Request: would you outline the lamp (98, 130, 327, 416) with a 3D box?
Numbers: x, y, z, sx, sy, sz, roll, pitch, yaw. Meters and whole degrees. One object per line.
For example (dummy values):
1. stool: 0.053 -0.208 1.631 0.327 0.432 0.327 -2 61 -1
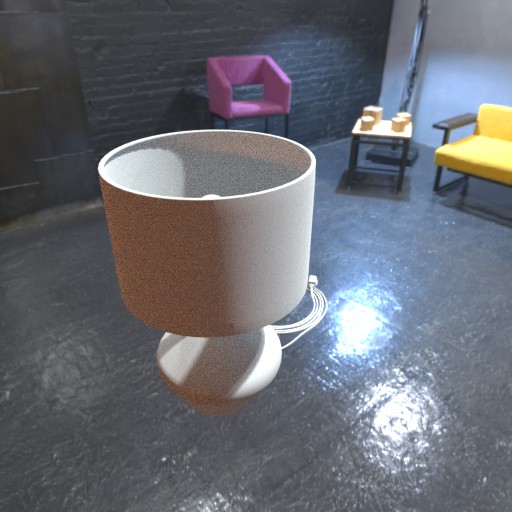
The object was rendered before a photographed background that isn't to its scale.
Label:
1. lamp: 0.000 0.000 0.844 0.546 0.457 0.401 -21 36 -31
